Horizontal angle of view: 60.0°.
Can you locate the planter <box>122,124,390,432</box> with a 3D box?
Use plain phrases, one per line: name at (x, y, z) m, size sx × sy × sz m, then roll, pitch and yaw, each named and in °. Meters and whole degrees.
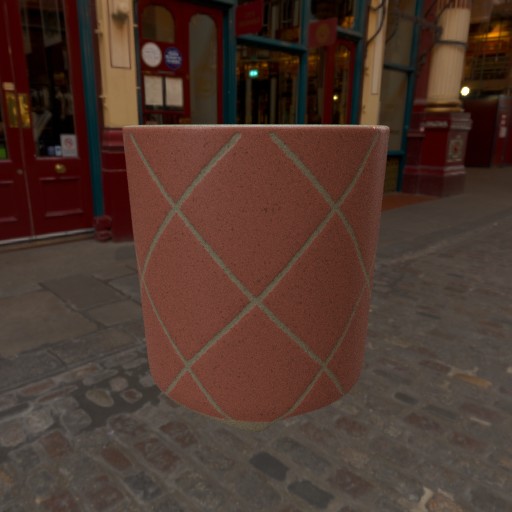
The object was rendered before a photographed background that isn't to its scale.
planter at (0.000, 0.000, 0.356) m, size 0.191 × 0.200 × 0.191 m, roll 0°, pitch 16°, yaw 0°
